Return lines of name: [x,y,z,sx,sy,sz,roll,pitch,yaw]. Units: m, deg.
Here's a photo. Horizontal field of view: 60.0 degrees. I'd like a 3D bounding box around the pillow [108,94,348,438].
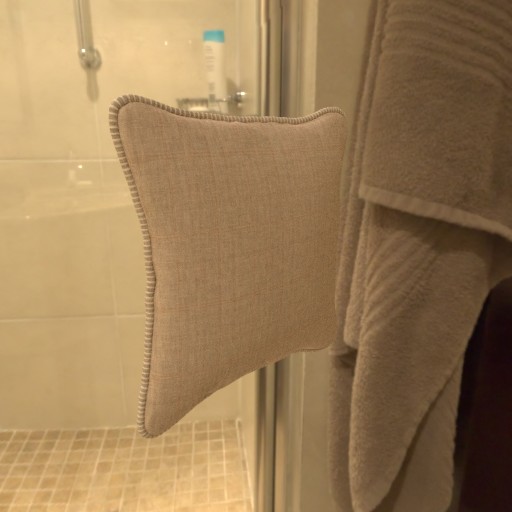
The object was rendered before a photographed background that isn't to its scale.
pillow: [0.000,0.000,0.750,0.485,0.494,0.124,-15,21,-42]
